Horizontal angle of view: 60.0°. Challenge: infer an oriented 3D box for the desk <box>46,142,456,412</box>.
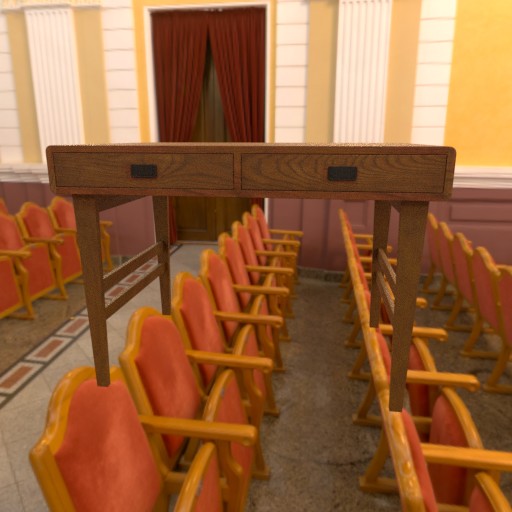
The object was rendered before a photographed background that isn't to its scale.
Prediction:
[{"bbox_3d":[0.000,0.000,1.539,1.066,0.754,0.660,2,15,8],"label":"desk"}]
